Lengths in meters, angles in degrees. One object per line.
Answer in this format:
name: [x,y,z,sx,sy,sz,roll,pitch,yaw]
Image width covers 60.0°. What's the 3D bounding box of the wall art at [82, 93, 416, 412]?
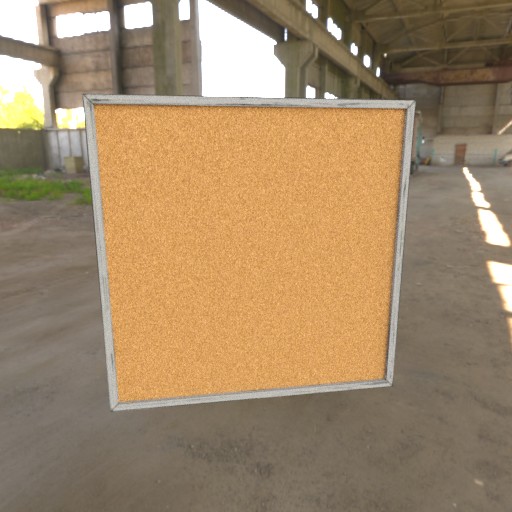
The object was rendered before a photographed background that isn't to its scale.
wall art: [0.000,0.000,0.452,0.303,0.303,0.036,-2,14,-9]
